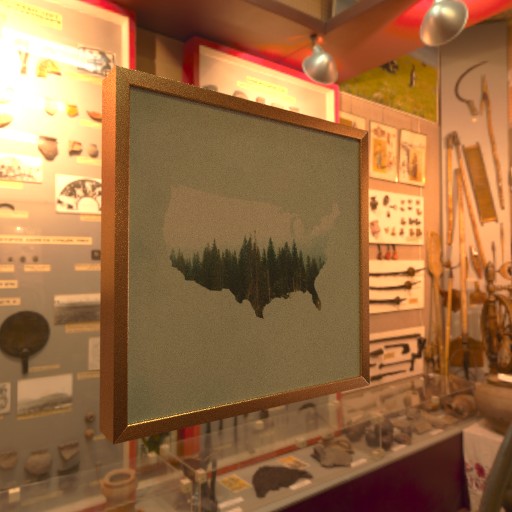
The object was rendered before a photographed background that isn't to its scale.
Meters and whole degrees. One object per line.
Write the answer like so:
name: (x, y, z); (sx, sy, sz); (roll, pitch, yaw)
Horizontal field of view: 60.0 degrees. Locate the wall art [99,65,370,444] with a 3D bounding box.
wall art: (0.000, 0.000, 0.459); (0.304, 0.304, 0.038); (1, -2, -35)
